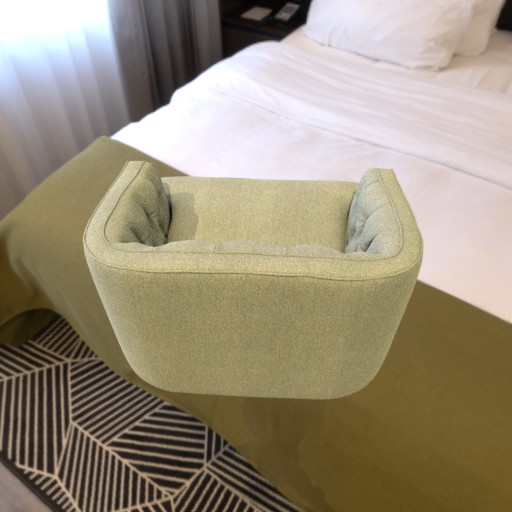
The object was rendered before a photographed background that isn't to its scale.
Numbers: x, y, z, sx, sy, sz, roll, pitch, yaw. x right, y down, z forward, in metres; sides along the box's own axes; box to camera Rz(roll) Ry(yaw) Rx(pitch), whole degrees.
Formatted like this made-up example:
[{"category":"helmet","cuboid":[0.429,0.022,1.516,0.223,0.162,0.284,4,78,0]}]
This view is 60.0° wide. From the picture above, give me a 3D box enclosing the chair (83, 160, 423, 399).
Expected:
[{"category":"chair","cuboid":[0.000,0.000,1.803,1.094,0.852,0.945,2,47,2]}]
